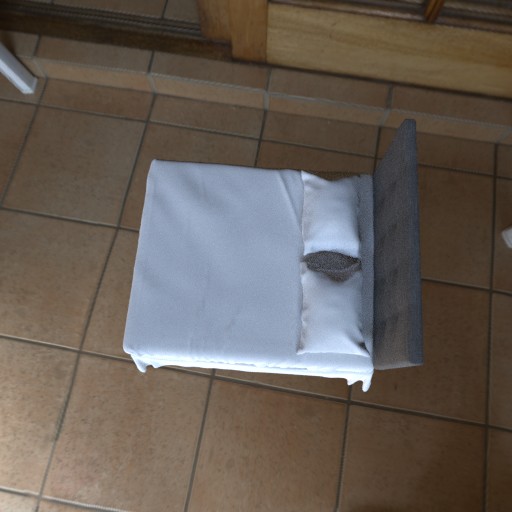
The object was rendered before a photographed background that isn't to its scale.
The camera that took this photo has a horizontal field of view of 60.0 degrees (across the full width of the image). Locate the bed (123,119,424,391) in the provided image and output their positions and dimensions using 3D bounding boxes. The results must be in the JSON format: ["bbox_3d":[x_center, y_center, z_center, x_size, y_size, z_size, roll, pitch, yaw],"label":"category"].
[{"bbox_3d":[0.000,0.000,3.527,2.222,1.577,1.936,4,74,1],"label":"bed"}]
